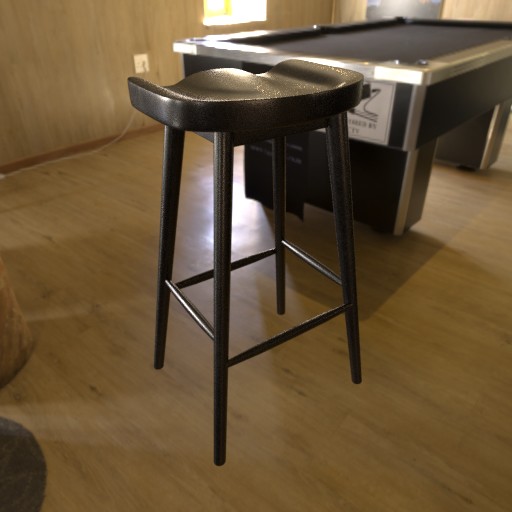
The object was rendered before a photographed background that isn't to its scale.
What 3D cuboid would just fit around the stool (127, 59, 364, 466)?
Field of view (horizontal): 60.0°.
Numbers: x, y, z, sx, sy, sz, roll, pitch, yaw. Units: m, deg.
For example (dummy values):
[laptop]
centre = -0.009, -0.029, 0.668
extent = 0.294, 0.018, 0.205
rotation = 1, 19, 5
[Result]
[stool]
centre = 0.000, 0.000, 0.988
extent = 0.440, 0.749, 0.361
rotation = -19, 37, -28
